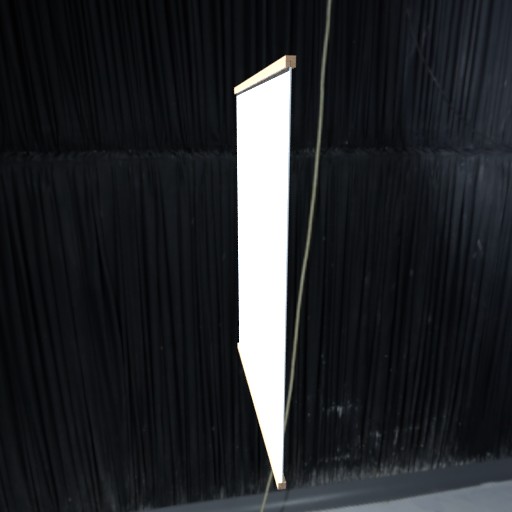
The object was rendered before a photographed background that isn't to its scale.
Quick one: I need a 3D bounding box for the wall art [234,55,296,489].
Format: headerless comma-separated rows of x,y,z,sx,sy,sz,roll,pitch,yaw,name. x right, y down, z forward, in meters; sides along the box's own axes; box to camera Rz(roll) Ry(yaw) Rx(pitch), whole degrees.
0.000,0.000,0.807,0.012,0.608,0.459,-3,17,-10,wall art
